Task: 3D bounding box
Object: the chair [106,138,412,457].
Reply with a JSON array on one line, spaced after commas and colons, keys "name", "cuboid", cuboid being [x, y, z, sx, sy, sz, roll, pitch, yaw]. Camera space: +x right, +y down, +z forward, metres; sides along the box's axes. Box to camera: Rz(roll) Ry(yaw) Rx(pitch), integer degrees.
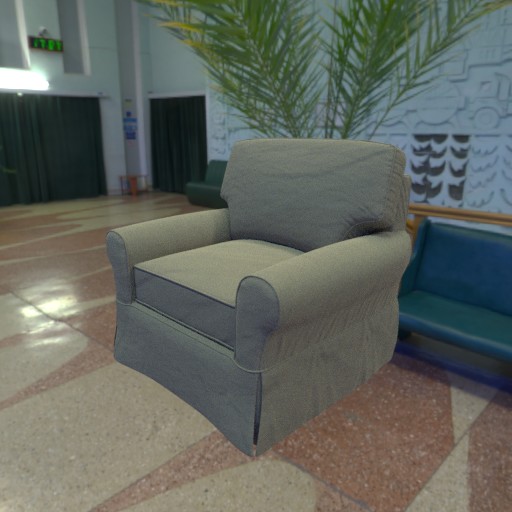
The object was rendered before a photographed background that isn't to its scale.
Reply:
[{"name": "chair", "cuboid": [0.000, 0.000, 1.987, 0.988, 1.017, 1.135, -15, 21, -43]}]
